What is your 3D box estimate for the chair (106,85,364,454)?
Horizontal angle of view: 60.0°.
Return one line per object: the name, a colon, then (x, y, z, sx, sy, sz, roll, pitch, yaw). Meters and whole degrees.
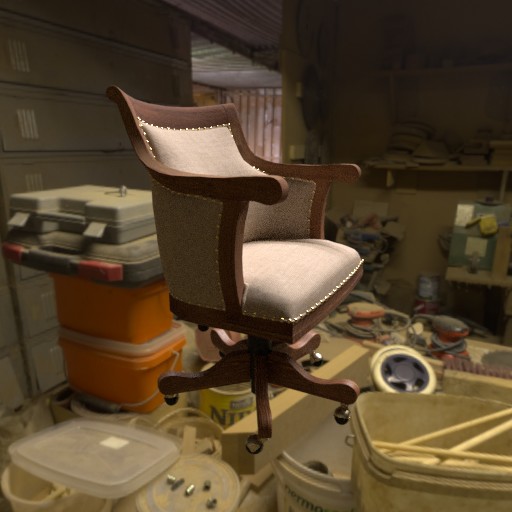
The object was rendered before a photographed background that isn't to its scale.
chair: (0.000, 0.000, 1.382, 0.689, 0.965, 0.656, 7, 16, 27)
